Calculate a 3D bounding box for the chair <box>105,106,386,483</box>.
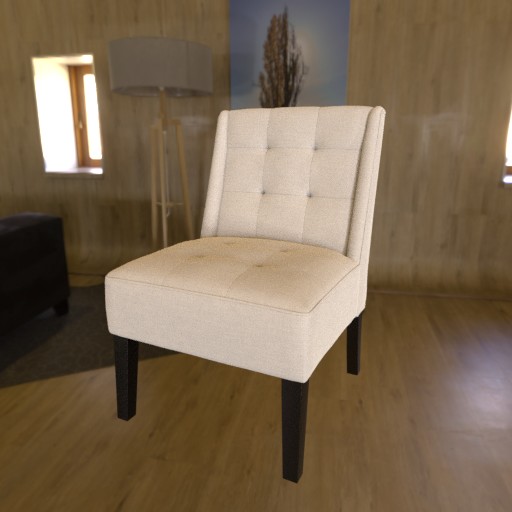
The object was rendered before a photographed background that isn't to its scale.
[{"bbox_3d":[0.000,0.000,1.289,0.569,0.853,0.676,8,17,26],"label":"chair"}]
